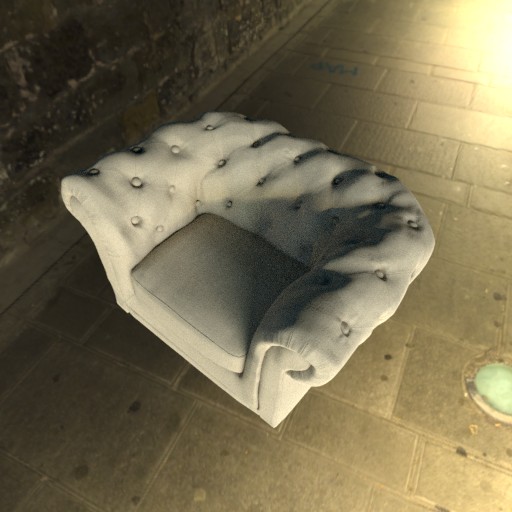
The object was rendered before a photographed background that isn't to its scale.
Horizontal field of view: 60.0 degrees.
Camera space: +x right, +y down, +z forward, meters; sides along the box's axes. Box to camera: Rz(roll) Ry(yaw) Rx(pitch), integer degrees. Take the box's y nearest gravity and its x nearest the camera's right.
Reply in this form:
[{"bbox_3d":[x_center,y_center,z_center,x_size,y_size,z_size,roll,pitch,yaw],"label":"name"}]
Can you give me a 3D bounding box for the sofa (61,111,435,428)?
[{"bbox_3d":[0.000,0.000,2.068,1.405,0.878,1.034,31,54,26],"label":"sofa"}]
